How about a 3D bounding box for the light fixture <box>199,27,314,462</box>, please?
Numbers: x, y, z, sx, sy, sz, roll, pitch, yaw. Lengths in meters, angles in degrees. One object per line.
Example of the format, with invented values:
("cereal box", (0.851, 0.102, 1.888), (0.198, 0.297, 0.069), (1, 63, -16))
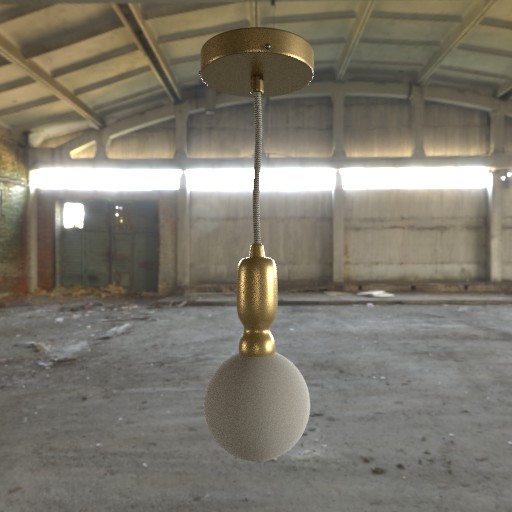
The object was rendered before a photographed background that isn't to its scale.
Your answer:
("light fixture", (0.000, 0.000, 0.565), (0.146, 0.510, 0.147), (0, 0, 1))
